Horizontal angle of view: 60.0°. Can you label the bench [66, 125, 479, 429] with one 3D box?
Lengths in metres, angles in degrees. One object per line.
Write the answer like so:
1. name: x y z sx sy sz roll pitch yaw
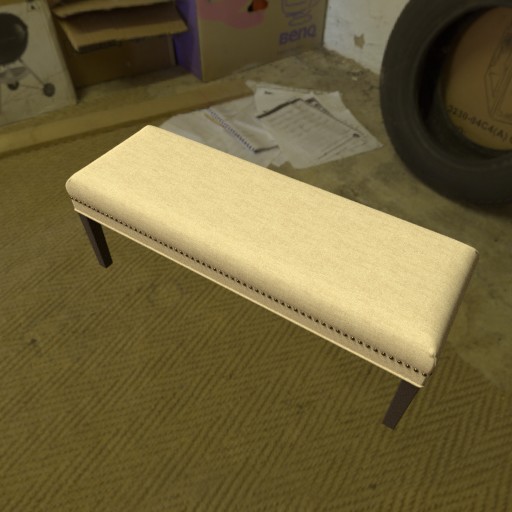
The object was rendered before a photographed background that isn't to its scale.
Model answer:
1. bench: 0.000 0.000 1.457 1.219 0.457 0.410 25 52 21
